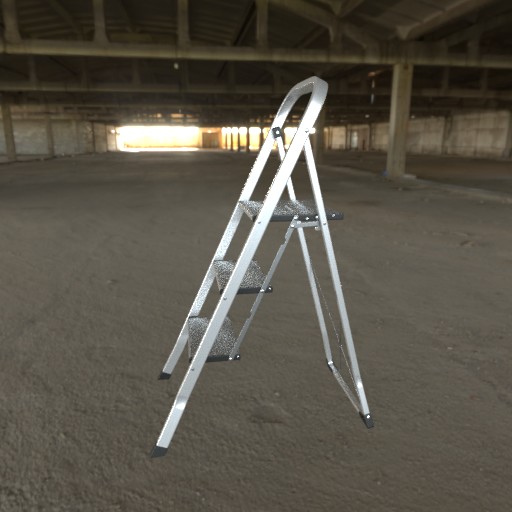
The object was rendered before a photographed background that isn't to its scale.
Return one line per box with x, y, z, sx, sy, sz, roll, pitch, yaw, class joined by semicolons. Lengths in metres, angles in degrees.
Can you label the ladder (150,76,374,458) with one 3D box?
0.000;0.000;1.433;0.704;1.070;0.465;-2;15;-9;ladder
